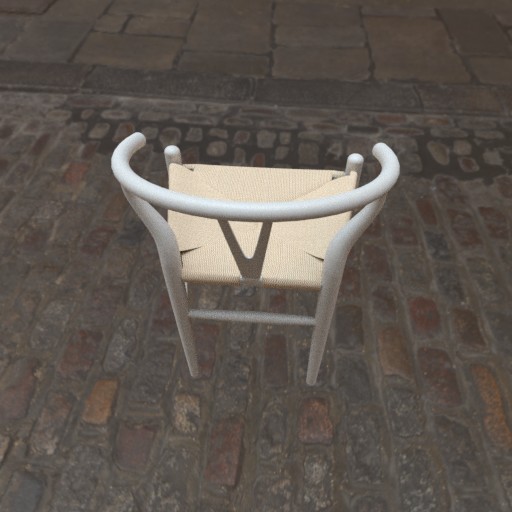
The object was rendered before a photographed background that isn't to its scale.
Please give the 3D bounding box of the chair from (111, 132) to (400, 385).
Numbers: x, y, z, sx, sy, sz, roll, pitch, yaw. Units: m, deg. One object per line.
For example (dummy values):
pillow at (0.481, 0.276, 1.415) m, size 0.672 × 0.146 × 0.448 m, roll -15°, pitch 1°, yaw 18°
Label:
chair at (0.000, 0.000, 1.070) m, size 0.533 × 0.736 × 0.500 m, roll 3°, pitch 48°, yaw 3°
